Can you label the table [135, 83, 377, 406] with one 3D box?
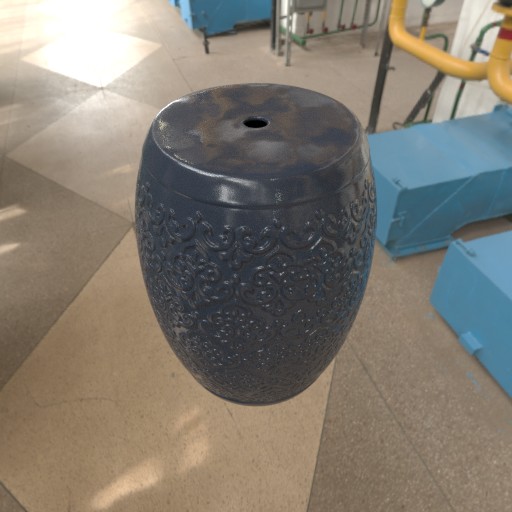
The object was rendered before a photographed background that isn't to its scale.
[{"bbox_3d":[0.000,0.000,0.616,0.309,0.397,0.309,0,42,0],"label":"table"}]
